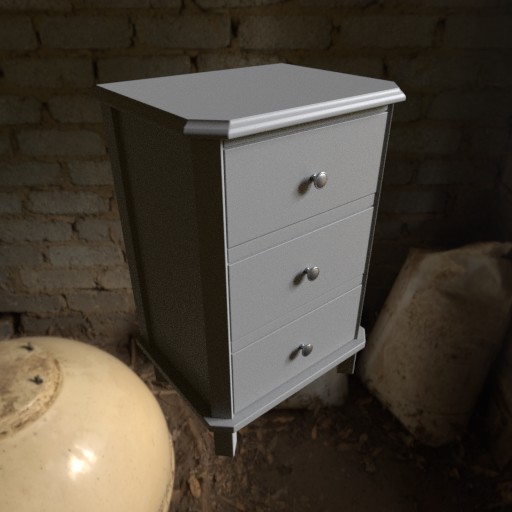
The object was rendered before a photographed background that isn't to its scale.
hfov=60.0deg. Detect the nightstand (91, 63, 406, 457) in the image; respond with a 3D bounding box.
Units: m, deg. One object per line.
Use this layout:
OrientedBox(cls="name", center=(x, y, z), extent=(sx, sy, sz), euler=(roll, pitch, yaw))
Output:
OrientedBox(cls="nightstand", center=(0.000, 0.000, 0.933), extent=(0.450, 0.680, 0.350), euler=(-22, 37, -32))
